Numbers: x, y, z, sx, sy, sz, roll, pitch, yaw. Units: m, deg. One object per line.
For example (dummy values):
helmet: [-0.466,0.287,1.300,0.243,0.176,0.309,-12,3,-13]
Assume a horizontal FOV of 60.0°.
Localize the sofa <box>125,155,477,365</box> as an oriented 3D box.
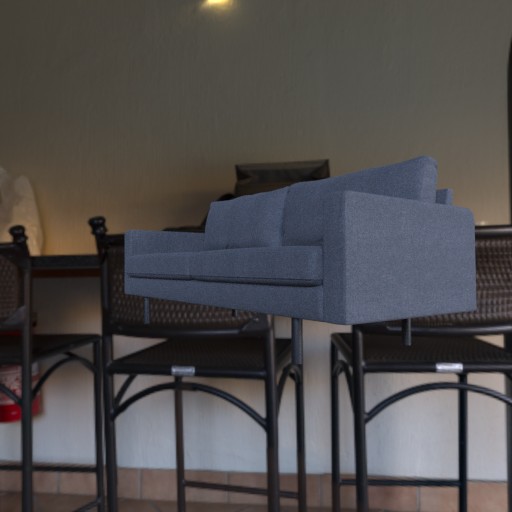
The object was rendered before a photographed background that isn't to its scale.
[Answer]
sofa: [0.000,0.000,2.542,0.880,0.880,2.100,1,-2,-36]
